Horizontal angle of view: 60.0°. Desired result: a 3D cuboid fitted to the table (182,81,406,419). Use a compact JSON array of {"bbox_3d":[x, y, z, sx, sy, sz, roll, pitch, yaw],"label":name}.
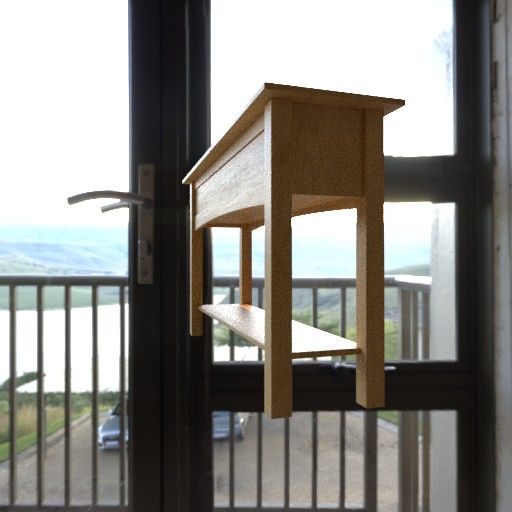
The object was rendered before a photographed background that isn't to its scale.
[{"bbox_3d":[0.000,0.000,1.576,0.350,0.730,1.240,0,0,-17],"label":"table"}]
